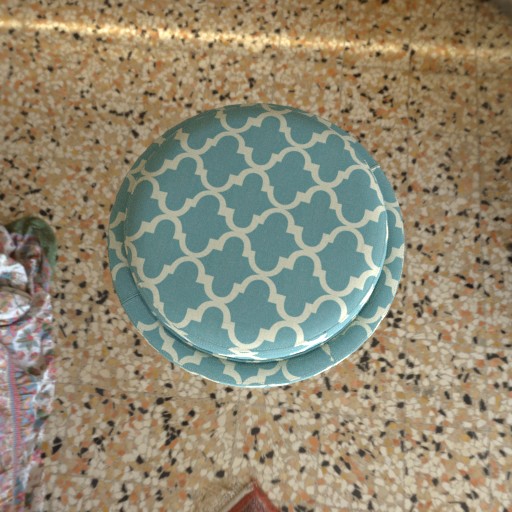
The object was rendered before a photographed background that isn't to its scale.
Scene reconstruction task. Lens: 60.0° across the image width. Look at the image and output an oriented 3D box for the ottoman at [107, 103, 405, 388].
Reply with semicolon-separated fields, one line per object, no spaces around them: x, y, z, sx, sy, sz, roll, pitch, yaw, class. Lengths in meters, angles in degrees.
0.000;0.000;0.840;0.480;0.429;0.480;0;74;0;ottoman
